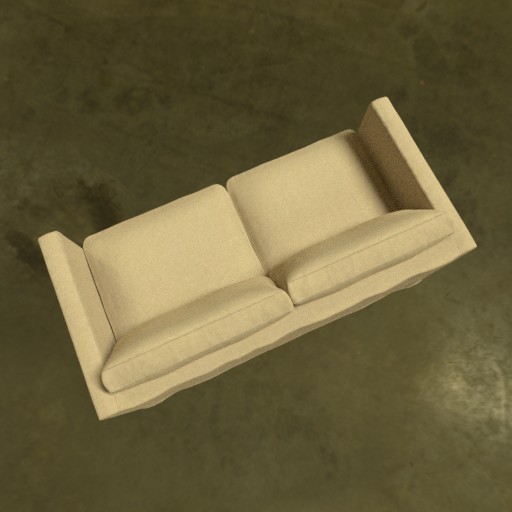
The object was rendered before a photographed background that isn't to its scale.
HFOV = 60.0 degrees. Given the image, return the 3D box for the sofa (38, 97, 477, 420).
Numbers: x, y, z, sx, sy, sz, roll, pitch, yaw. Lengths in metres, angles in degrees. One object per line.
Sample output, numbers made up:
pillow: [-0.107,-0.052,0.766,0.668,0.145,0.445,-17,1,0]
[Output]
sofa: [0.000,0.000,2.411,1.959,0.835,0.962,-24,76,-6]
